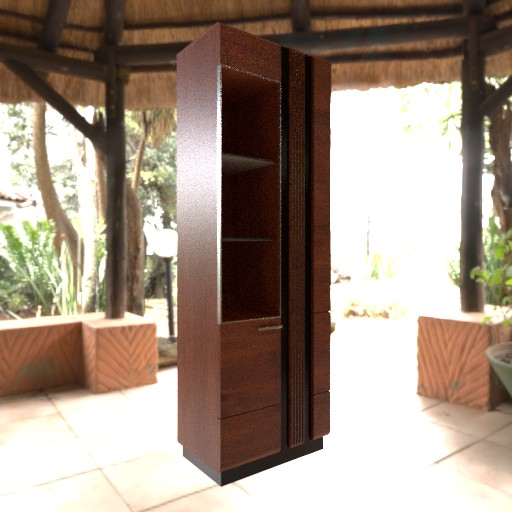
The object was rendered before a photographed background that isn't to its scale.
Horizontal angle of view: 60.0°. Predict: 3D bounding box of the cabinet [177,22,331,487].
[{"bbox_3d":[0.000,0.000,2.214,0.660,1.980,0.420,0,1,-36],"label":"cabinet"}]
